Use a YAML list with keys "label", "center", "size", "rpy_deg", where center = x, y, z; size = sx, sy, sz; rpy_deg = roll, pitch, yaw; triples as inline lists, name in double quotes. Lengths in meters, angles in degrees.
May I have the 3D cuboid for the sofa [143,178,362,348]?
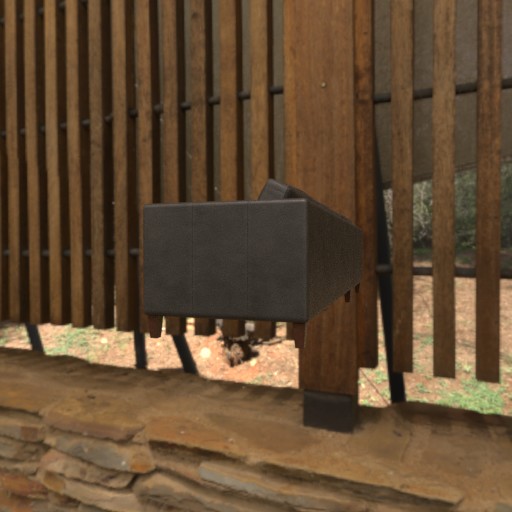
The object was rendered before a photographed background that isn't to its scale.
- label: "sofa"
  center: [0.000, 0.000, 3.924]
  size: [1.581, 0.883, 3.203]
  rpy_deg: [0, 1, 18]
